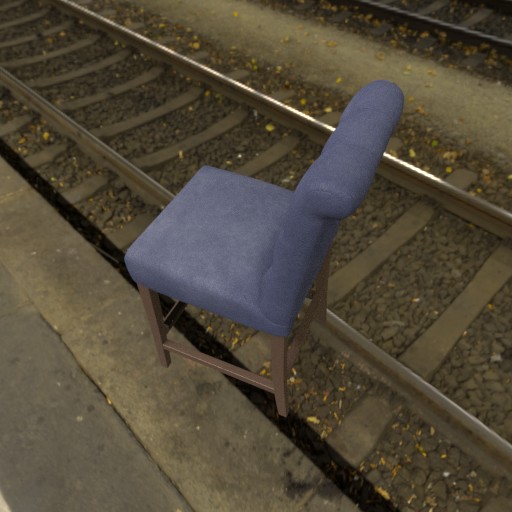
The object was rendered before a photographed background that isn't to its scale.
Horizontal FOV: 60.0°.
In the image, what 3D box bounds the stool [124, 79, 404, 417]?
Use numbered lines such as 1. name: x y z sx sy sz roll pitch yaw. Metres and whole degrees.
1. stool: 0.000 0.000 1.350 0.601 1.010 0.493 18 49 16
